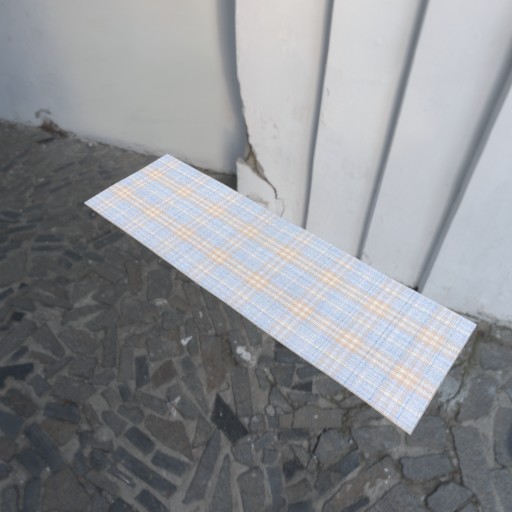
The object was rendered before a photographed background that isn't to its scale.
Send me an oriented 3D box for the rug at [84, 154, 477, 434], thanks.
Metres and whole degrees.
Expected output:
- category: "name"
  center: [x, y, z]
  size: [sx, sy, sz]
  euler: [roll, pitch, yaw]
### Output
- category: "rug"
  center: [0.000, 0.000, 2.697]
  size: [2.439, 0.013, 0.762]
  euler: [32, 55, 26]
